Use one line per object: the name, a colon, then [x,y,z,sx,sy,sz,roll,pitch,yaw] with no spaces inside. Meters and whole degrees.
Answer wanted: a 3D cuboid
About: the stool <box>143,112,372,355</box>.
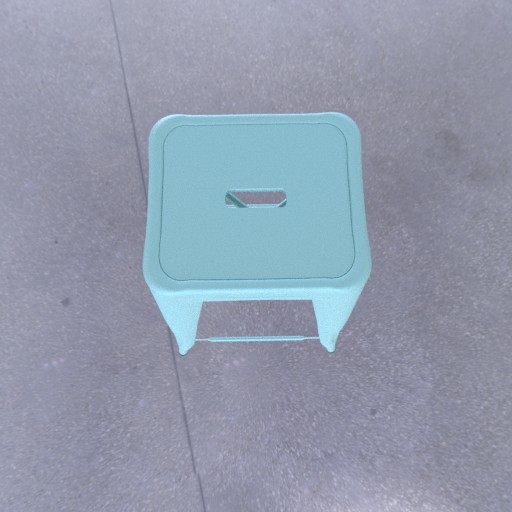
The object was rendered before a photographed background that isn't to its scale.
stool: [0.000,0.000,0.874,0.399,0.609,0.359,-1,75,0]
